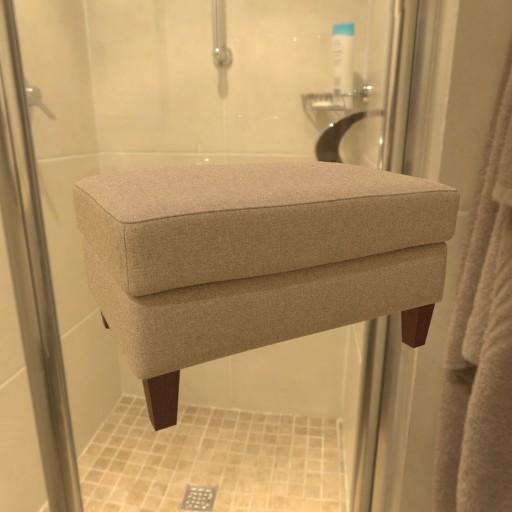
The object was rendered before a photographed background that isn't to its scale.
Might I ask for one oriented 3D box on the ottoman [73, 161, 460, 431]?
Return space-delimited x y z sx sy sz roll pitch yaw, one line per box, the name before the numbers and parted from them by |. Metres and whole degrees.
ottoman | 0.000 0.000 1.285 0.898 0.519 0.677 -9 18 -27
